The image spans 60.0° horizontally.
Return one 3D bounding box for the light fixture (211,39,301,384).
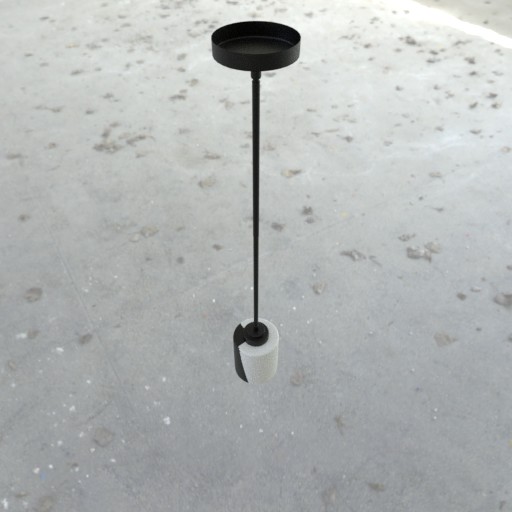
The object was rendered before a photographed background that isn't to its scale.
[{"bbox_3d":[0.000,0.000,0.917,0.123,0.863,0.123,-24,50,-22],"label":"light fixture"}]
